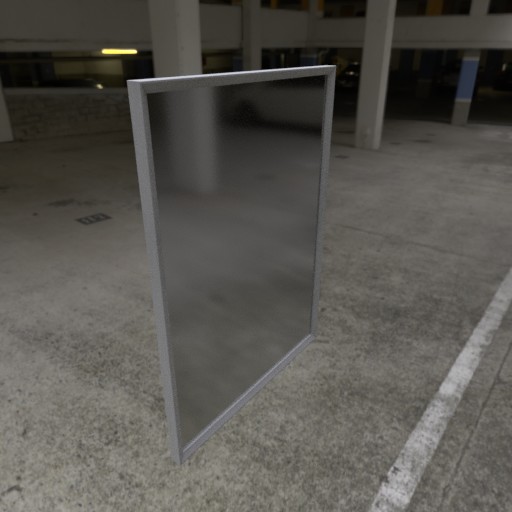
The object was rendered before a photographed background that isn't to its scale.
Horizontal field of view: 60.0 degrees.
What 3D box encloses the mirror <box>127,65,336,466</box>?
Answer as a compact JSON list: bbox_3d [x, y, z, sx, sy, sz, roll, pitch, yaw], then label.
[{"bbox_3d":[0.000,0.000,1.318,0.041,1.016,0.762,18,31,33],"label":"mirror"}]
